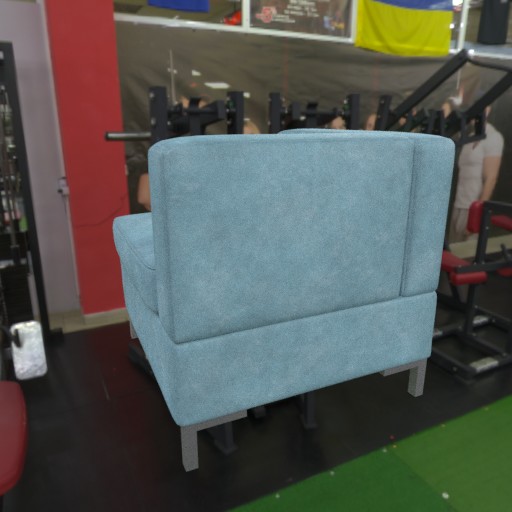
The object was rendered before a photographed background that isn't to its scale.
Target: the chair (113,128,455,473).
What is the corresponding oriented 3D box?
[{"bbox_3d":[0.000,0.000,1.208,0.684,0.660,0.691,-8,19,-23],"label":"chair"}]
